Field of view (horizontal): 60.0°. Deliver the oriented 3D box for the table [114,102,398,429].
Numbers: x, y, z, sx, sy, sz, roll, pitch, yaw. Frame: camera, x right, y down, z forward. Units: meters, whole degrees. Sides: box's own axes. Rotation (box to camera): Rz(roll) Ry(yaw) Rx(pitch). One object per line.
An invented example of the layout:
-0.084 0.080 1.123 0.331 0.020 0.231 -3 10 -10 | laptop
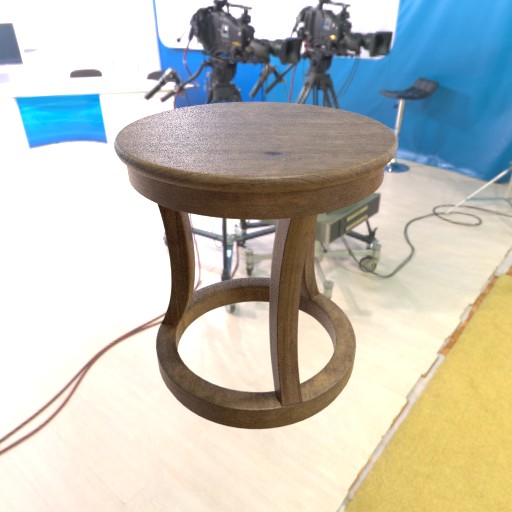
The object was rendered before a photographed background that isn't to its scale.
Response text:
0.000 0.000 0.810 0.432 0.460 0.432 0 30 0 | table
